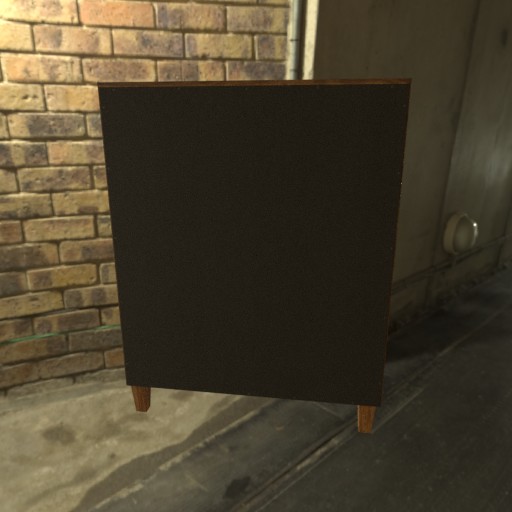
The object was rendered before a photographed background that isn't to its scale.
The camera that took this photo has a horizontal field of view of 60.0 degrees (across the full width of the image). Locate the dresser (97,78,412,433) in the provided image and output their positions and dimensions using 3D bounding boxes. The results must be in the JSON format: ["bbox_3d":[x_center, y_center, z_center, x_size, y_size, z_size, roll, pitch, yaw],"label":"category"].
[{"bbox_3d":[0.000,0.000,1.887,1.067,1.359,0.438,2,17,8],"label":"dresser"}]
